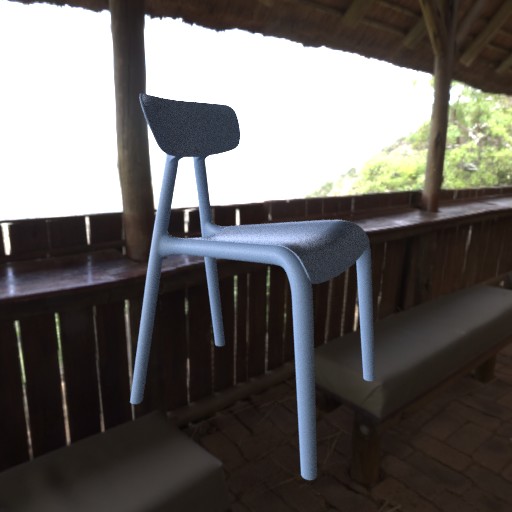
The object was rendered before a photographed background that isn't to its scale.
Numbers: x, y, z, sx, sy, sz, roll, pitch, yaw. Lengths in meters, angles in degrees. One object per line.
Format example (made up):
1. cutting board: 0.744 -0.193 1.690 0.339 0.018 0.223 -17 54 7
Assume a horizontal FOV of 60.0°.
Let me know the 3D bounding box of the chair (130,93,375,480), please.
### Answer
1. chair: 0.000 0.000 0.842 0.401 0.580 0.356 8 16 29
